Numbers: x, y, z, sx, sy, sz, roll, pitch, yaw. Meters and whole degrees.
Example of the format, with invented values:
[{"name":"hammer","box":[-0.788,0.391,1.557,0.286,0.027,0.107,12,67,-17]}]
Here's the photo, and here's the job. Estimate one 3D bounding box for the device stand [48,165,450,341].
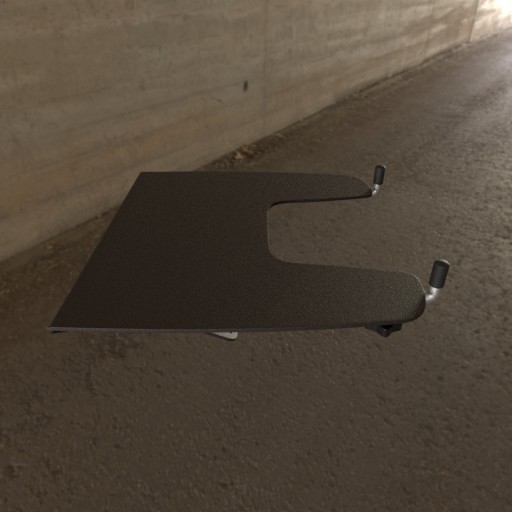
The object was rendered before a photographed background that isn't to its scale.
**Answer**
[{"name":"device stand","box":[0.000,0.000,0.353,0.230,0.092,0.230,0,32,0]}]
